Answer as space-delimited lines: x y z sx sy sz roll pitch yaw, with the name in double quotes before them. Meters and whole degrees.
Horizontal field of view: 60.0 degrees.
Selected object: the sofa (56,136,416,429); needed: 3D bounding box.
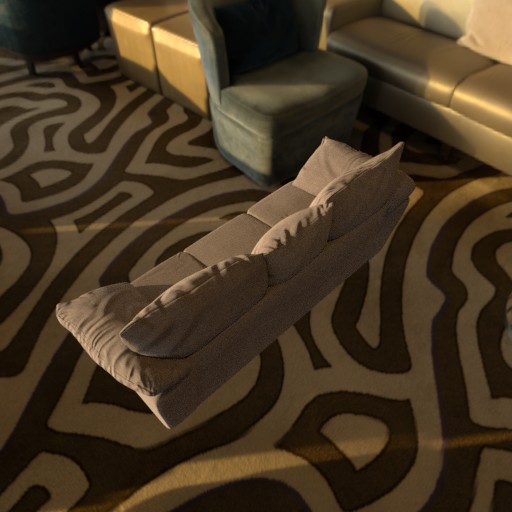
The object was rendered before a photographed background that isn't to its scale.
"sofa" 0.000 0.000 2.926 2.390 1.043 0.927 -35 56 -29
